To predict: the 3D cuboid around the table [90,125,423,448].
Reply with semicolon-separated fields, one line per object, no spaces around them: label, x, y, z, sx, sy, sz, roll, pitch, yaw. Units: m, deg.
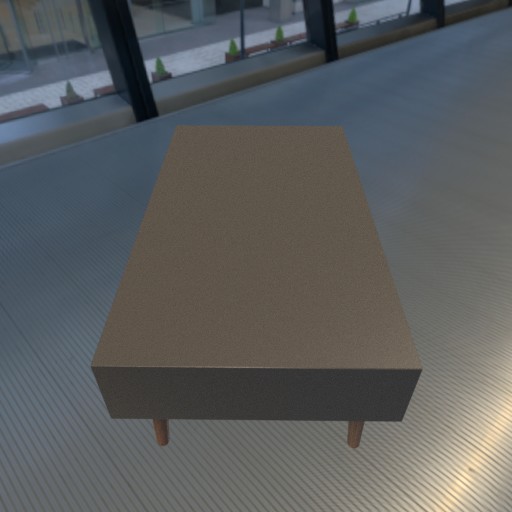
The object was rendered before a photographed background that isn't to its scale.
table;0.000;0.000;1.507;0.703;0.404;1.201;0;40;0
